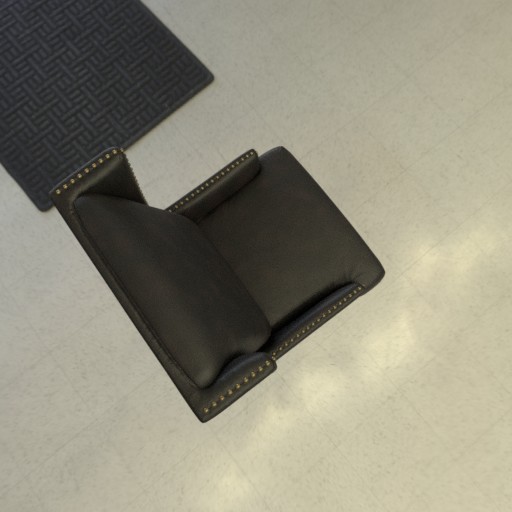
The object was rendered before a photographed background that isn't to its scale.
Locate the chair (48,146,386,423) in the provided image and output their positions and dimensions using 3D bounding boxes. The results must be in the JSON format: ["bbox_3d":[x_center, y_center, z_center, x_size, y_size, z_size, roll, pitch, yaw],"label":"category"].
[{"bbox_3d":[0.000,0.000,1.622,0.799,1.142,0.703,-36,80,-8],"label":"chair"}]
